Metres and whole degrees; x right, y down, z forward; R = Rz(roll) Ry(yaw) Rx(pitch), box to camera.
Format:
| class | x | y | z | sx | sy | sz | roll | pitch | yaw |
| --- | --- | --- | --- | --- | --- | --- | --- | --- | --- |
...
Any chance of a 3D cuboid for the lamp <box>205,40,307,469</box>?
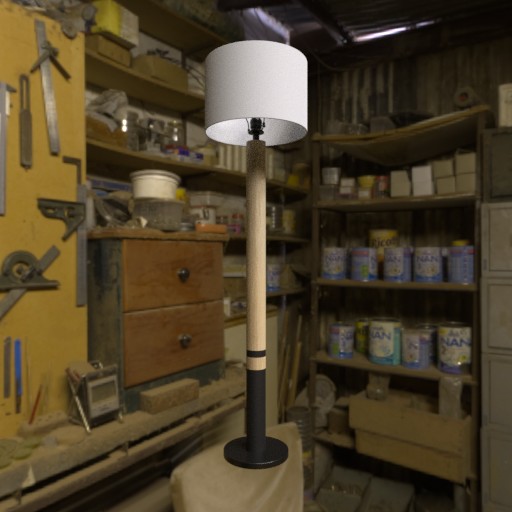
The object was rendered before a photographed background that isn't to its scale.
| class | x | y | z | sx | sy | sz | roll | pitch | yaw |
| --- | --- | --- | --- | --- | --- | --- | --- | --- | --- |
| lamp | 0.000 | 0.000 | 1.658 | 0.381 | 1.478 | 0.381 | 0 | 0 | 36 |
